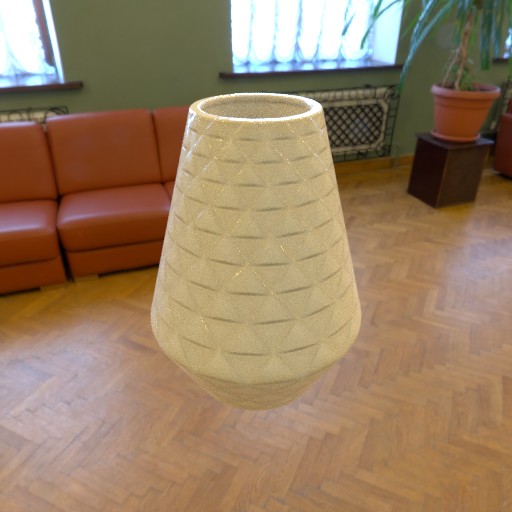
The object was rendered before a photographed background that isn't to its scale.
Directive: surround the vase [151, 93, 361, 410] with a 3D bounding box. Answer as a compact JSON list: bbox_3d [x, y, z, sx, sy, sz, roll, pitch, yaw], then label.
[{"bbox_3d":[0.000,0.000,0.351,0.175,0.230,0.175,0,30,0],"label":"vase"}]
